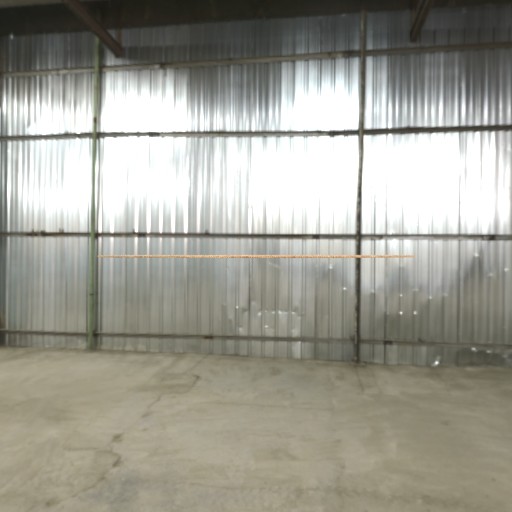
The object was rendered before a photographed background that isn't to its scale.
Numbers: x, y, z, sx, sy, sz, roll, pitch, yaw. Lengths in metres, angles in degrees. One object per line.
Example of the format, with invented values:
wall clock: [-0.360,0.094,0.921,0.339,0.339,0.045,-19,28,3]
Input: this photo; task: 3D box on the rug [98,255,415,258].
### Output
rug: [0.000,0.000,3.632,2.444,0.015,2.444,0,0,0]
